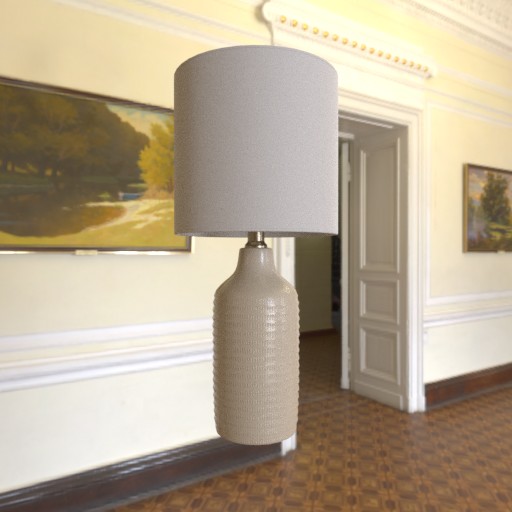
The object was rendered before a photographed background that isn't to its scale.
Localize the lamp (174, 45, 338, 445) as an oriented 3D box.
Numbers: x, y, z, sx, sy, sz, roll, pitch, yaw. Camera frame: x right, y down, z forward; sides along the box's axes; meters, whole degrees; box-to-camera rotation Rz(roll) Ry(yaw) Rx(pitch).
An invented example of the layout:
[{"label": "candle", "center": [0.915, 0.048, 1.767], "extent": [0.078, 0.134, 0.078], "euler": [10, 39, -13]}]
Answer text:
[{"label": "lamp", "center": [0.000, 0.000, 0.608], "extent": [0.220, 0.475, 0.220], "euler": [0, 1, -20]}]
